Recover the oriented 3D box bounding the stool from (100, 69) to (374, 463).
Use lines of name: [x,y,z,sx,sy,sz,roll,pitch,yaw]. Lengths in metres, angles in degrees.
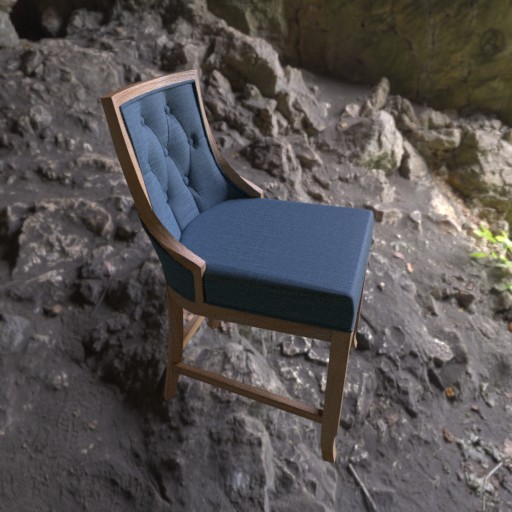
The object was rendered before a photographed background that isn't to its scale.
stool: [0.000,0.000,1.293,0.626,0.938,0.524,9,32,15]
